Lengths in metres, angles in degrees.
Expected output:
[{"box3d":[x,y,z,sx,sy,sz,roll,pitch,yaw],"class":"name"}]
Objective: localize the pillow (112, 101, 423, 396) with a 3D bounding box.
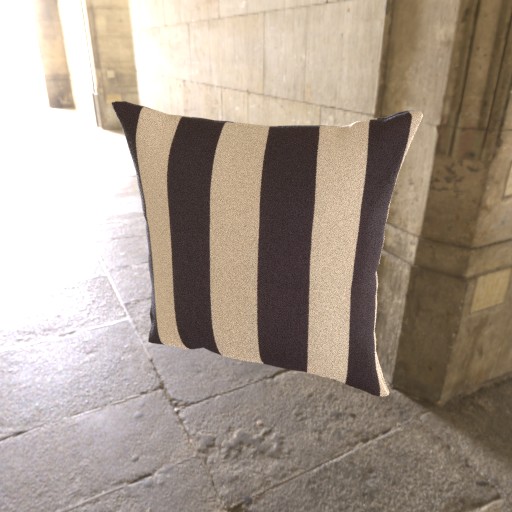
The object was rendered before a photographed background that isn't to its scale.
[{"box3d":[0.000,0.000,0.813,0.536,0.526,0.189,7,26,15],"class":"pillow"}]
